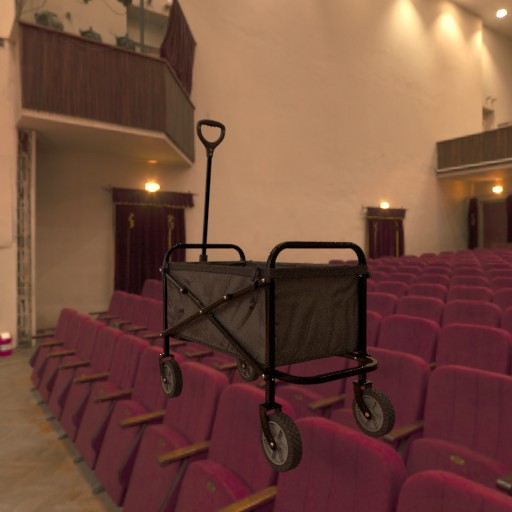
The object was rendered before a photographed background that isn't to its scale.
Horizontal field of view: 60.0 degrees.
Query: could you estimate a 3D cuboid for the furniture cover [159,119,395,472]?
[{"bbox_3d":[0.000,0.000,1.833,0.532,1.295,1.038,-1,1,-35],"label":"furniture cover"}]
